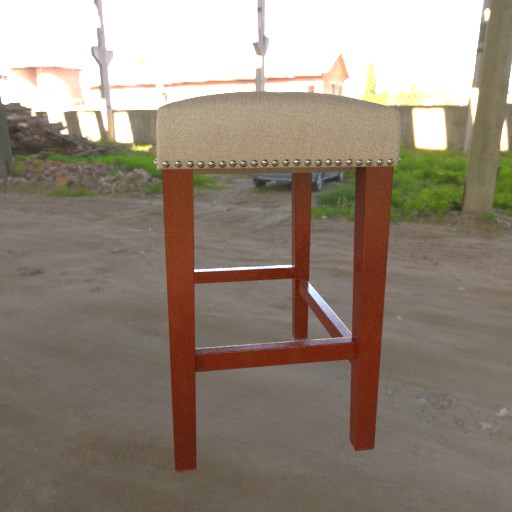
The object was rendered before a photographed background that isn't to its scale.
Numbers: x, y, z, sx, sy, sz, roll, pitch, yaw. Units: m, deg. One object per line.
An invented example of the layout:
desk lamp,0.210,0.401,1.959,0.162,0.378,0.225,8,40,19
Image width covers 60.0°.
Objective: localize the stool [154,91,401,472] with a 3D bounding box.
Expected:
stool,0.000,0.000,0.951,0.375,0.632,0.509,-3,16,-9
